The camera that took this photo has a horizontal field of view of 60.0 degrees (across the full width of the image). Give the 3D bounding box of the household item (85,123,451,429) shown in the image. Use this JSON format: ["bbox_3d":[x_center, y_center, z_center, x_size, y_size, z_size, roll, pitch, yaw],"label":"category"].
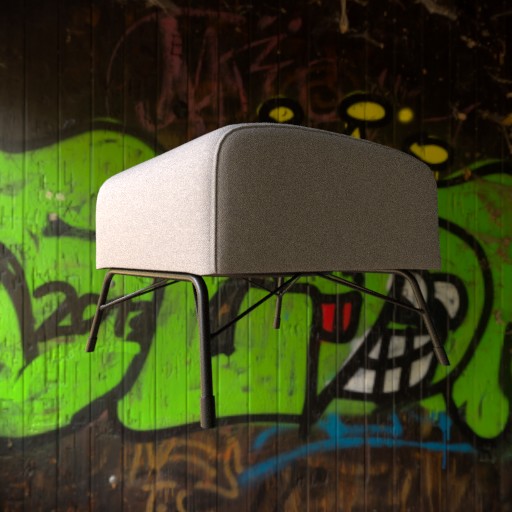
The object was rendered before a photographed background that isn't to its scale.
[{"bbox_3d":[0.000,0.000,0.893,0.530,0.410,0.530,0,0,-36],"label":"household item"}]
